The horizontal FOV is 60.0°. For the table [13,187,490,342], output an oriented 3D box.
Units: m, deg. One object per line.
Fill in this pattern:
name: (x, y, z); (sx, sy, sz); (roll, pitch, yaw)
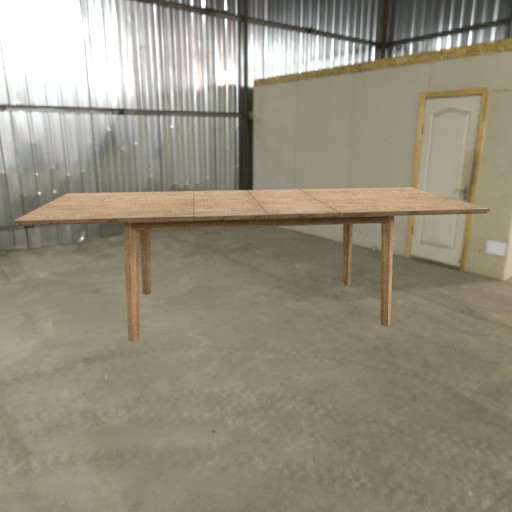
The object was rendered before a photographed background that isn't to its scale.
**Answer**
table: (0.000, 0.000, 2.981); (2.603, 0.752, 1.000); (-2, 16, -7)
